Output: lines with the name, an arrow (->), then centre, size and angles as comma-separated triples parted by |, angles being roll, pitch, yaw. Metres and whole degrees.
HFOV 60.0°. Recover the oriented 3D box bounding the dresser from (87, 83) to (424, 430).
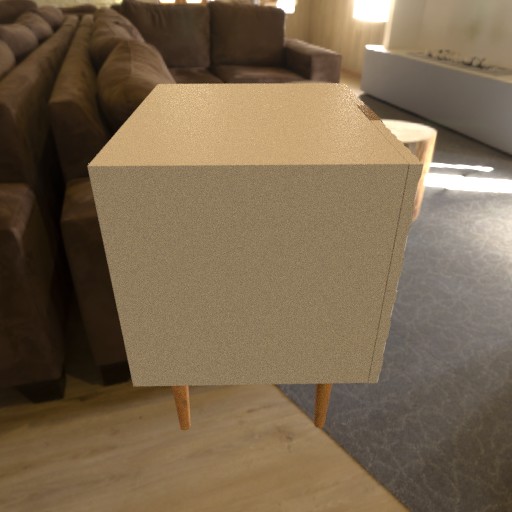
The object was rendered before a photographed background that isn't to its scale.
dresser -> 0.000, 0.000, 0.896 | 0.414, 0.568, 0.503 | -1, 32, -1
